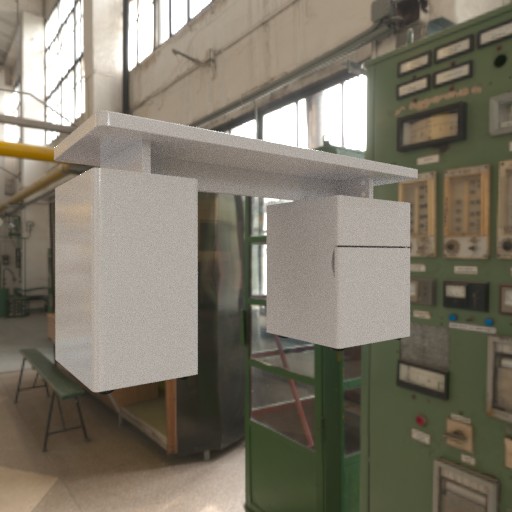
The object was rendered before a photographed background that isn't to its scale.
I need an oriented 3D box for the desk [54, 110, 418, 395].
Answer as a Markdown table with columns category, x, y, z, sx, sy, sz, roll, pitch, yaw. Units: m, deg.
| category | x | y | z | sx | sy | sz | roll | pitch | yaw |
| --- | --- | --- | --- | --- | --- | --- | --- | --- | --- |
| desk | 0.000 | 0.000 | 1.775 | 1.400 | 0.762 | 0.550 | 0 | 0 | -36 |
